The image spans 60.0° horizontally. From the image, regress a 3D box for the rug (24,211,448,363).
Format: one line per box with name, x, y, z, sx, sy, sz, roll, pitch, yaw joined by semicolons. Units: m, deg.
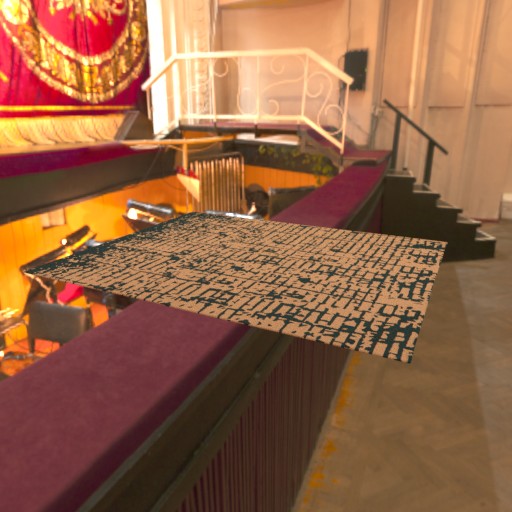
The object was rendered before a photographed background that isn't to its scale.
rug;0.000;0.000;3.983;3.017;0.014;2.416;9;21;25
